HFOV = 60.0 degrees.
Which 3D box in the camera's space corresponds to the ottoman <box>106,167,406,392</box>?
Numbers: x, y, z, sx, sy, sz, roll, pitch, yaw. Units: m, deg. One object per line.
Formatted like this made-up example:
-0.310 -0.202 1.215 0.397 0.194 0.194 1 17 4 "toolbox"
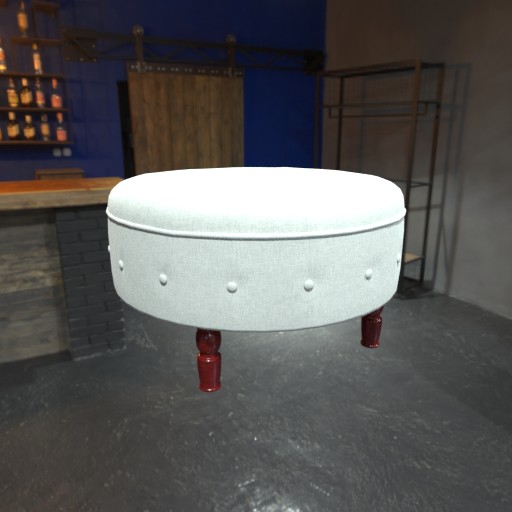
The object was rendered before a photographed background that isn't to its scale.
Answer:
0.000 0.000 1.365 0.850 0.483 0.850 0 16 0 "ottoman"
